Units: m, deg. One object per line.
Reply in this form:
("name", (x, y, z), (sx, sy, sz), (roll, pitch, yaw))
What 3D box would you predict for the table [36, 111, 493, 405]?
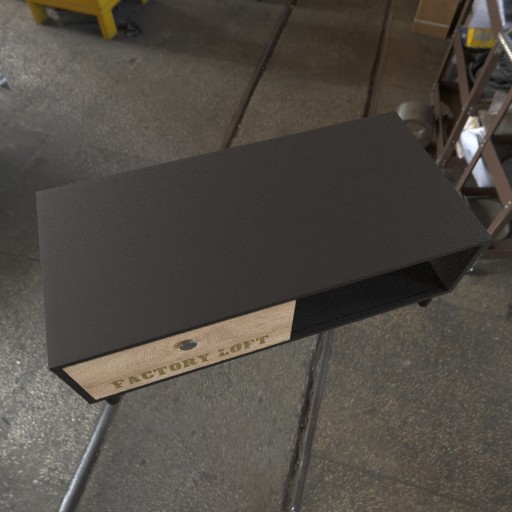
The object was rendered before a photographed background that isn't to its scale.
("table", (0.000, 0.000, 1.341), (1.100, 0.400, 0.550), (-15, 58, -10))
